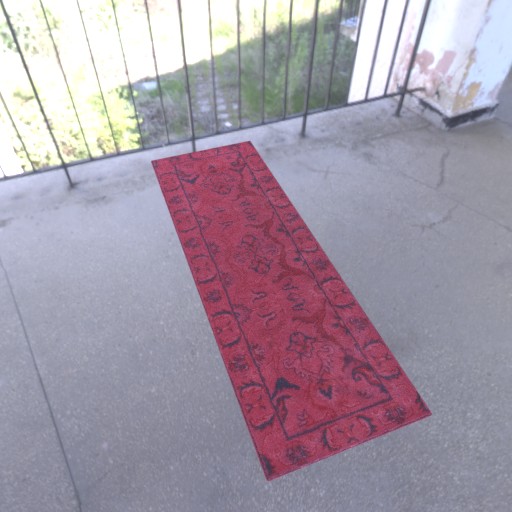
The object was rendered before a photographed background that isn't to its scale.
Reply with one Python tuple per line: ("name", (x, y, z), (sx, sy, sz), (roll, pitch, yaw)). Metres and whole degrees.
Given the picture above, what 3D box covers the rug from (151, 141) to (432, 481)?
("rug", (0.000, 0.000, 2.711), (0.813, 0.018, 2.439), (-15, 48, -14))
